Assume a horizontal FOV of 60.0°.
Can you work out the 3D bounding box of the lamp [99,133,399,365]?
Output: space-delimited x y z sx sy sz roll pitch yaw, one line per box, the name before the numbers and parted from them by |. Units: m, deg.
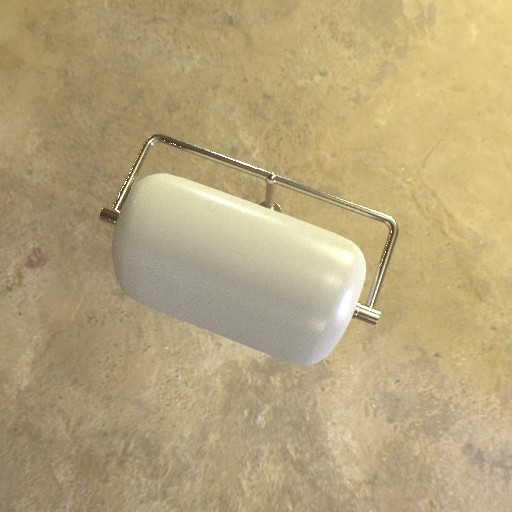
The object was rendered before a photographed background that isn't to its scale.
lamp | 0.000 0.000 0.563 0.269 0.404 0.227 21 77 5
